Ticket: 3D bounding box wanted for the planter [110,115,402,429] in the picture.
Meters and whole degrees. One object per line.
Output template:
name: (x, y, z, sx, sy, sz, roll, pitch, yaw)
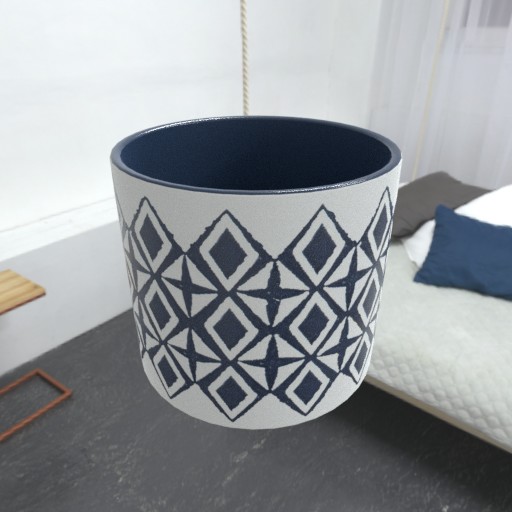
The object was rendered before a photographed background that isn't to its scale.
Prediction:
planter: (0.000, 0.000, 0.323, 0.182, 0.165, 0.182, 0, 29, 0)
